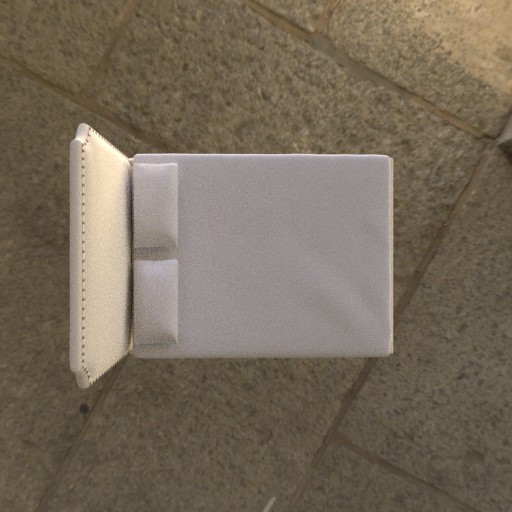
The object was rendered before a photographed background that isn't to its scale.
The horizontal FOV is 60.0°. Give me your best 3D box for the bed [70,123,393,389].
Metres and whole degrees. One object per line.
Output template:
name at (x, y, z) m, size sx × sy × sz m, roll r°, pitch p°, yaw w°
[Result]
bed at (0.000, 0.000, 3.482) m, size 2.372 × 1.497 × 1.712 m, roll 0°, pitch 90°, yaw -1°
